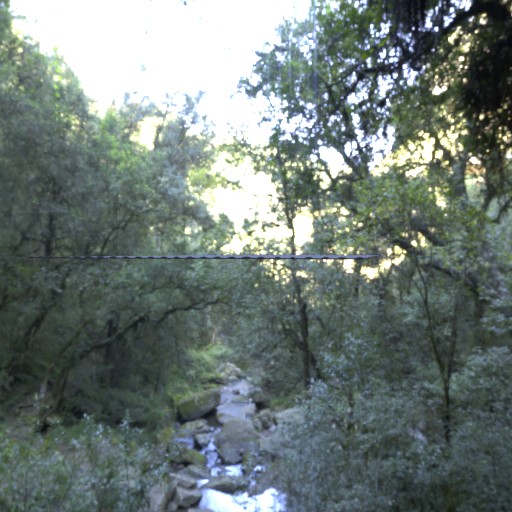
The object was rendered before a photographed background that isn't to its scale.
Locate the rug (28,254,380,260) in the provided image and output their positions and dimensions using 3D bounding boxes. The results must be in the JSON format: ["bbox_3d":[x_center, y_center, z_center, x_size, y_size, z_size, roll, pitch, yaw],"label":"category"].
[{"bbox_3d":[0.000,0.000,3.881,2.030,0.017,3.040,0,0,17],"label":"rug"}]
